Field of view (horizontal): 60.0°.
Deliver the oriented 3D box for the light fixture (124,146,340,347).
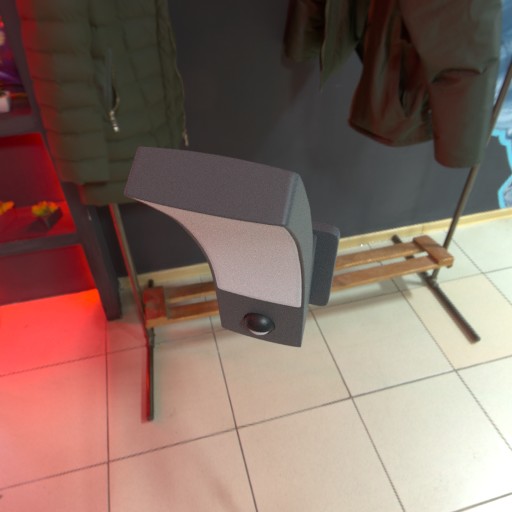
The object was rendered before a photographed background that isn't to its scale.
[{"bbox_3d":[0.000,0.000,0.335,0.108,0.243,0.174,12,44,13],"label":"light fixture"}]
